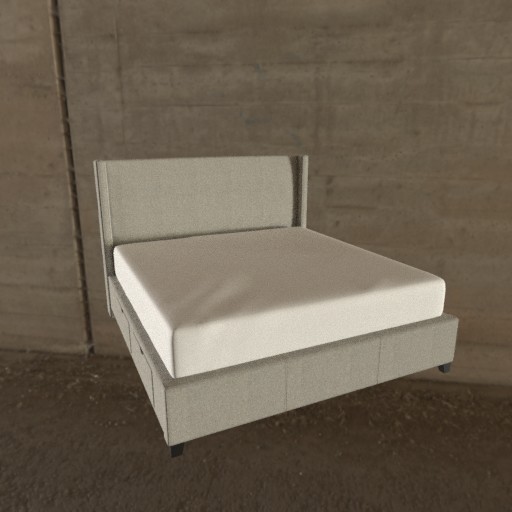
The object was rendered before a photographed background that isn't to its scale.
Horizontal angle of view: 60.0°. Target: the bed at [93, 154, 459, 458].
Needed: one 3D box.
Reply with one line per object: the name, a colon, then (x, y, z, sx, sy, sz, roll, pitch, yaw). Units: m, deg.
bed: (0.000, 0.000, 3.613, 2.140, 1.470, 2.280, -7, 17, -24)
